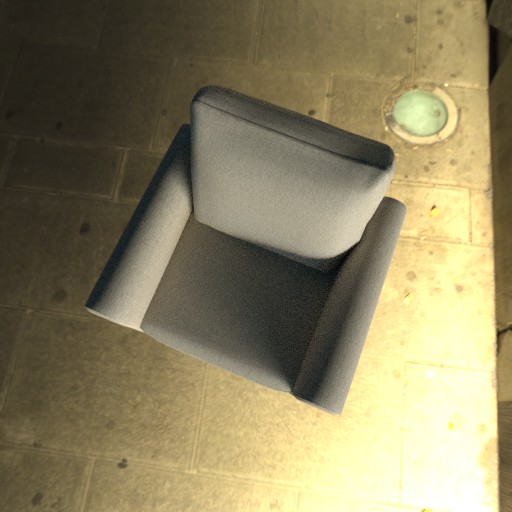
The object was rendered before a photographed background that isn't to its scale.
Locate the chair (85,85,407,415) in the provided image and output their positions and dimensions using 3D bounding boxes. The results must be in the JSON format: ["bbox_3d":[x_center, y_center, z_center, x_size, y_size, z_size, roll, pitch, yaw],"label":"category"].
[{"bbox_3d":[0.000,0.000,2.294,1.275,1.349,1.180,21,76,6],"label":"chair"}]
